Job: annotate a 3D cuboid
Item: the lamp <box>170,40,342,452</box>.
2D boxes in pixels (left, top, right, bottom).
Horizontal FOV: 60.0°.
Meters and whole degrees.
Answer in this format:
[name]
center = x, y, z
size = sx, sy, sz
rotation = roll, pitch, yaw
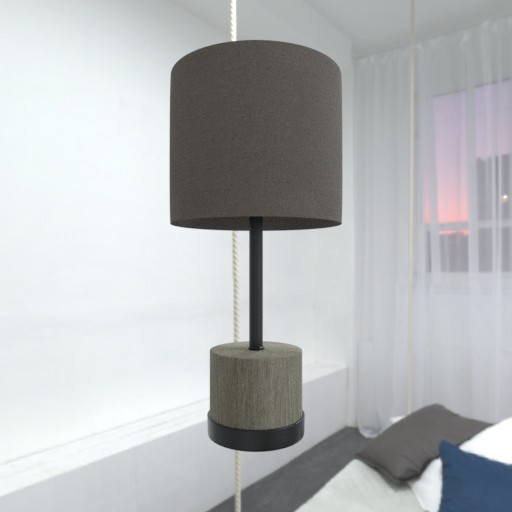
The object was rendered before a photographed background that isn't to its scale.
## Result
[lamp]
center = 0.000, 0.000, 0.595
size = 0.229, 0.470, 0.229
rotation = 0, -1, 18
